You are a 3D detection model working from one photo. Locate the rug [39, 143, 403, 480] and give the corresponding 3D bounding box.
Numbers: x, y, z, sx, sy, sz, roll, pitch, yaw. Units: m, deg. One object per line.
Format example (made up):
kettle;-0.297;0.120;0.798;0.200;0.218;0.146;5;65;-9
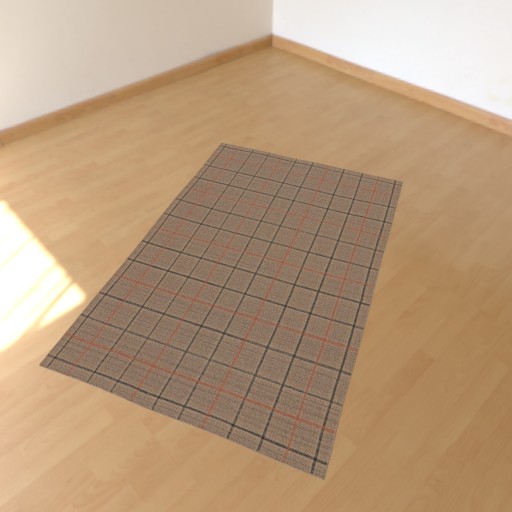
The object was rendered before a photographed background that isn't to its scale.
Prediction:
rug;0.000;0.000;2.274;1.220;0.013;1.829;16;48;15
